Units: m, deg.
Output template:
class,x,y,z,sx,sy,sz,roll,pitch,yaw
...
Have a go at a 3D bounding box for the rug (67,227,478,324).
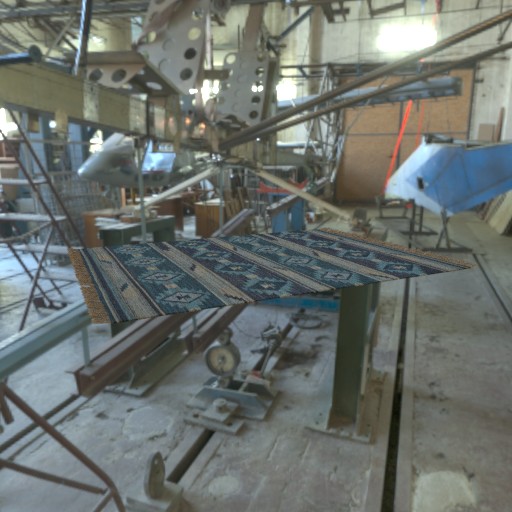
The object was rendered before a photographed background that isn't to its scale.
class,x,y,z,sx,sy,sz,roll,pitch,yaw
rug,0.000,0.000,4.329,3.307,0.047,2.418,-6,14,-25
